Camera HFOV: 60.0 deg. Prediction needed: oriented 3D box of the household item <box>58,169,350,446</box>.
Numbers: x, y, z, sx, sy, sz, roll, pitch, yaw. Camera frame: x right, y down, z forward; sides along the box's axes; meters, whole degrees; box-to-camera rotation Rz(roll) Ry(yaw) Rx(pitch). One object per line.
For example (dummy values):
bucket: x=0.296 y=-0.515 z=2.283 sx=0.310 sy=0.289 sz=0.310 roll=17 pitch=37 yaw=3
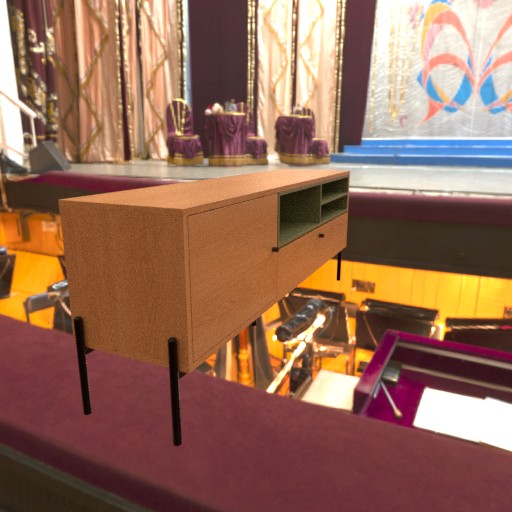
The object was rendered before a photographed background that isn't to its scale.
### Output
household item: x=0.000 y=0.000 z=1.780 sx=0.400 sy=0.600 sz=1.550 roll=7 pitch=16 yaw=25
